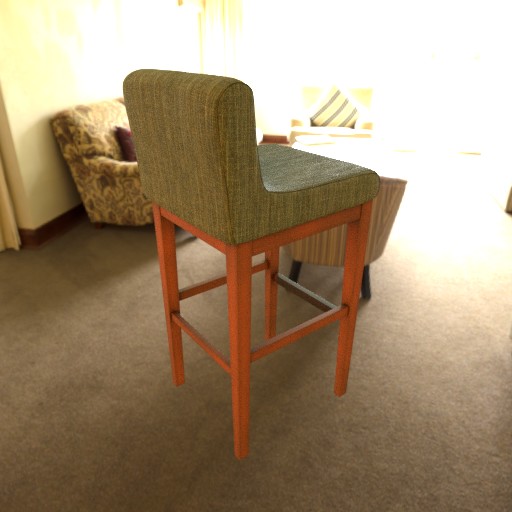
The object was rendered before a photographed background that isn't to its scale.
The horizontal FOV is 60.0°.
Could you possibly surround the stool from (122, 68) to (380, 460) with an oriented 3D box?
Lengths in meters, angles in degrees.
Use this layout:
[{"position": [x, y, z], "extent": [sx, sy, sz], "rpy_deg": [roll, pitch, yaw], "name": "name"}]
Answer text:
[{"position": [0.000, 0.000, 1.234], "extent": [0.499, 0.965, 0.426], "rpy_deg": [-18, 31, -33], "name": "stool"}]
